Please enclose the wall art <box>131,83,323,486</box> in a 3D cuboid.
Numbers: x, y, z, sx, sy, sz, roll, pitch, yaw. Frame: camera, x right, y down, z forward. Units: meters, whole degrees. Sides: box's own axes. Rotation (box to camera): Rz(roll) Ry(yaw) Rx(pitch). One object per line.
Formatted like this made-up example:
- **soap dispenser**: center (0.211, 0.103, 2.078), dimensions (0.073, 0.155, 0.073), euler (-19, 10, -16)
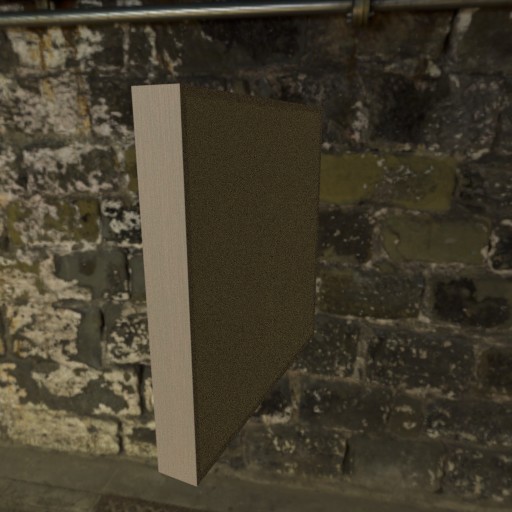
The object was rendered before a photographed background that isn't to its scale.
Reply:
- **wall art**: center (0.000, 0.000, 0.456), dimensions (0.038, 0.303, 0.304), euler (7, 17, 24)
